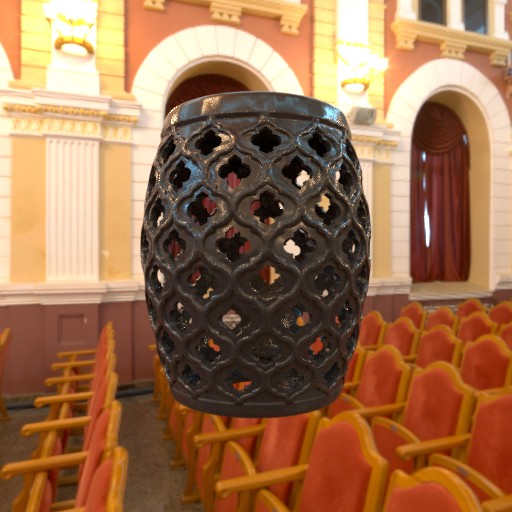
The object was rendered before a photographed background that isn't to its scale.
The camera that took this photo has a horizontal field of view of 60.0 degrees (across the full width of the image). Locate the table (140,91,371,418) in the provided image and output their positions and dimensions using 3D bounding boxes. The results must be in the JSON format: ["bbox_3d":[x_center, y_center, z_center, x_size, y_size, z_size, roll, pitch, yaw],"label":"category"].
[{"bbox_3d":[0.000,0.000,0.644,0.325,0.388,0.325,0,0,0],"label":"table"}]
